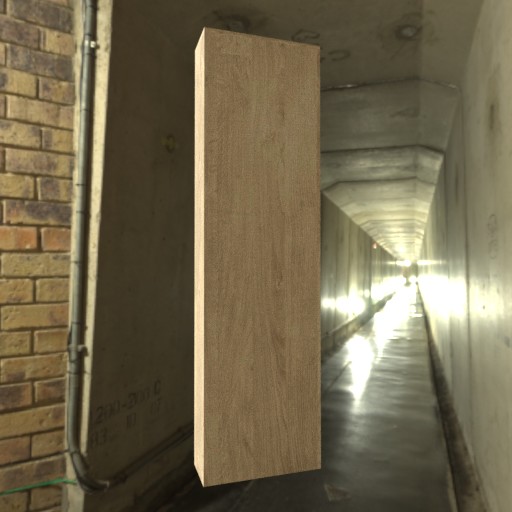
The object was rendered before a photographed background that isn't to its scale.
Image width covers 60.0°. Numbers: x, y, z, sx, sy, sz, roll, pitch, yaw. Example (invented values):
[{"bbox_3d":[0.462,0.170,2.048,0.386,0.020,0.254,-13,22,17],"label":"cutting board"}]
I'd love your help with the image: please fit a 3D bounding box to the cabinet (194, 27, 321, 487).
[{"bbox_3d":[0.000,0.000,1.912,0.500,1.790,0.230,0,-1,-18],"label":"cabinet"}]
